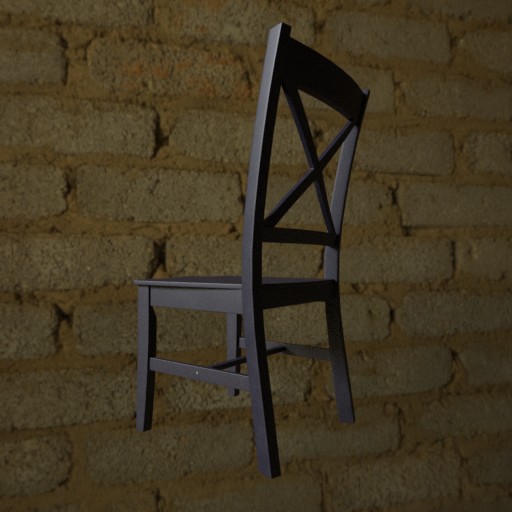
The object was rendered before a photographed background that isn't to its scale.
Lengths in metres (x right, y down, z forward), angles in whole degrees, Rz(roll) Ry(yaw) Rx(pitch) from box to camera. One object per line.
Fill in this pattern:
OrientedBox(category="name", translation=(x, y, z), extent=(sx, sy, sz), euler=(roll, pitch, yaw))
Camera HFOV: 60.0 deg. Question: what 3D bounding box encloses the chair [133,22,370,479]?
OrientedBox(category="chair", translation=(0.000, 0.000, 1.273), extent=(0.542, 0.983, 0.485), euler=(0, -1, 36))
